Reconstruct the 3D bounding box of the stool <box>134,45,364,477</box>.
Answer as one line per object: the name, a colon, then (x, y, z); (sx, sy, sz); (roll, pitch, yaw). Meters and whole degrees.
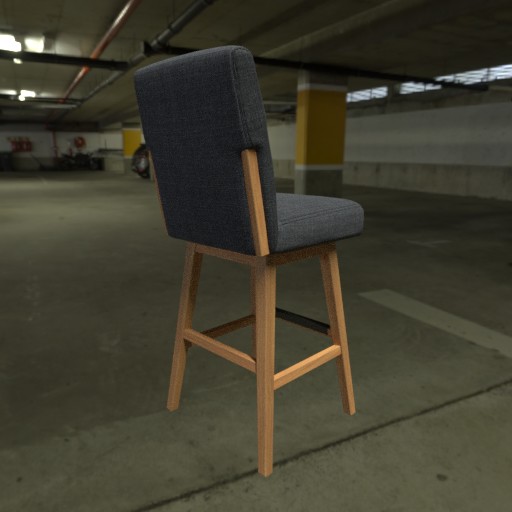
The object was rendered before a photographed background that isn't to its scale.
stool: (0.000, 0.000, 1.401); (0.570, 1.112, 0.483); (-13, 18, -43)
